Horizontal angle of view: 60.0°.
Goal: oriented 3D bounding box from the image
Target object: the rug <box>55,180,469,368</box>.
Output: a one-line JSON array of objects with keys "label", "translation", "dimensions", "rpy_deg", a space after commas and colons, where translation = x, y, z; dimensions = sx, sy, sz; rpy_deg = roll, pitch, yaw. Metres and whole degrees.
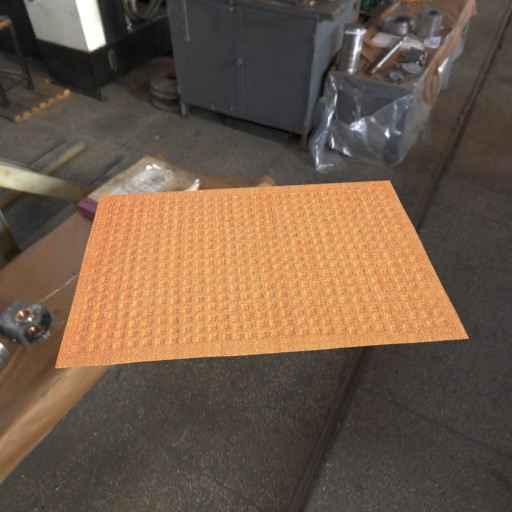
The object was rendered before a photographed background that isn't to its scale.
[{"label": "rug", "translation": [0.000, 0.000, 2.261], "dimensions": [1.747, 0.006, 1.143], "rpy_deg": [-3, 46, -3]}]
